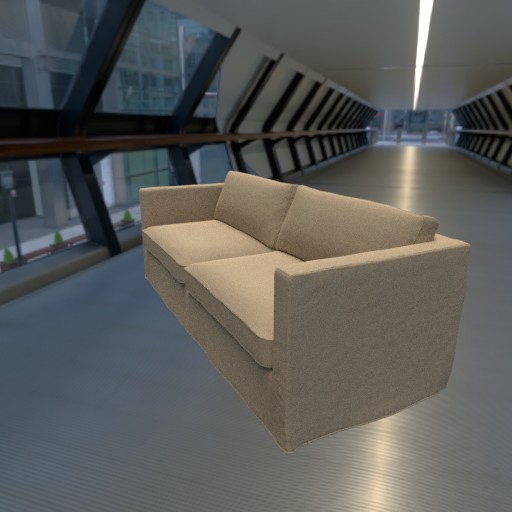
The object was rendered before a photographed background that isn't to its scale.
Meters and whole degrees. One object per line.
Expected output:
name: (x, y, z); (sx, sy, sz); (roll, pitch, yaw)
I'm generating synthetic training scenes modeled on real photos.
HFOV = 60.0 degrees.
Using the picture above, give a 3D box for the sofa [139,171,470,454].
sofa: (0.000, 0.000, 2.756); (0.962, 0.853, 2.312); (-8, 19, -26)
